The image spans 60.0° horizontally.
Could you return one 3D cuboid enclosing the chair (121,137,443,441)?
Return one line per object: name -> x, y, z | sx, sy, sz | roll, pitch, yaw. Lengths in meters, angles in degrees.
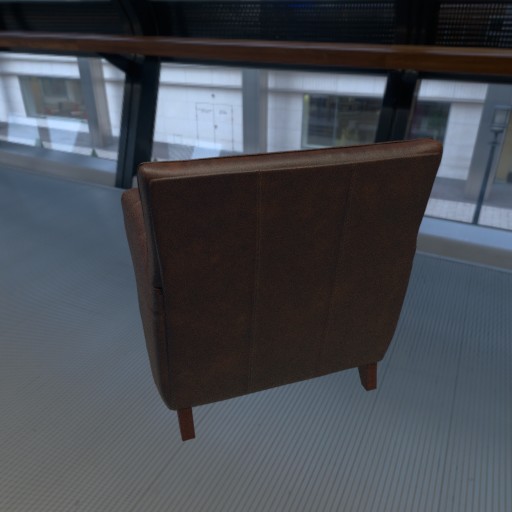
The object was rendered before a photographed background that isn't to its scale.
chair -> 0.000, 0.000, 1.619 | 0.870, 0.943, 0.823 | -9, 28, -17
